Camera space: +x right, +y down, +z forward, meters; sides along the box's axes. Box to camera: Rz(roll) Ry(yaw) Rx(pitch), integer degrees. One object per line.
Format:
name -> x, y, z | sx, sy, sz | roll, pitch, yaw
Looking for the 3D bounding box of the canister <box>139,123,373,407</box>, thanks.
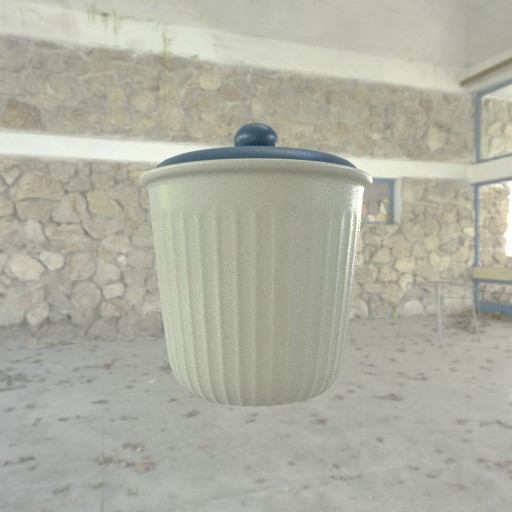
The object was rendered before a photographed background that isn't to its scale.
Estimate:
canister -> 0.000, 0.000, 0.356 | 0.181, 0.211, 0.181 | 0, 0, 0
